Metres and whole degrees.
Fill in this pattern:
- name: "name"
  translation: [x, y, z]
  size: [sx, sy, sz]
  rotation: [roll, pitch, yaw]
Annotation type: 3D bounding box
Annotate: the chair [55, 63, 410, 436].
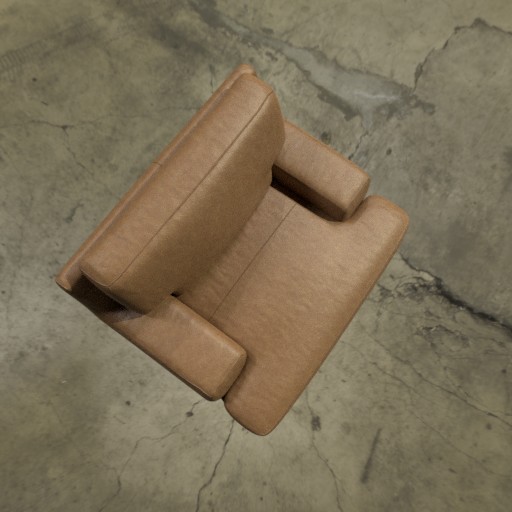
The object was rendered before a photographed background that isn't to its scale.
- name: "chair"
  translation: [0.000, 0.000, 2.037]
  size: [1.050, 0.978, 1.276]
  rotation: [35, 77, 9]
